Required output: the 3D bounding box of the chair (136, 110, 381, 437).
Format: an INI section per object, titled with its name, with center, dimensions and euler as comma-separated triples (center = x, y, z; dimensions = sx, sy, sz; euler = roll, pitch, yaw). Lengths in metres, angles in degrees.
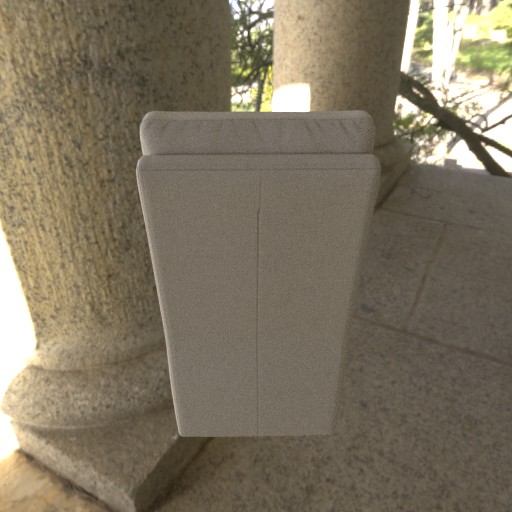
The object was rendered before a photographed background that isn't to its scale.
[chair]
center = 0.000, 0.000, 1.334
dimensions = 0.503, 0.927, 0.698
euler = -1, 30, -1
